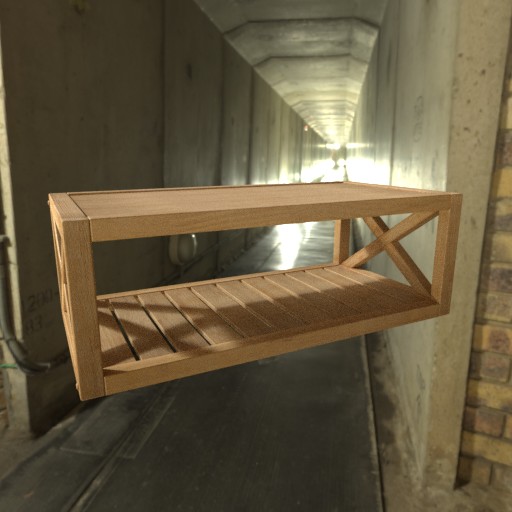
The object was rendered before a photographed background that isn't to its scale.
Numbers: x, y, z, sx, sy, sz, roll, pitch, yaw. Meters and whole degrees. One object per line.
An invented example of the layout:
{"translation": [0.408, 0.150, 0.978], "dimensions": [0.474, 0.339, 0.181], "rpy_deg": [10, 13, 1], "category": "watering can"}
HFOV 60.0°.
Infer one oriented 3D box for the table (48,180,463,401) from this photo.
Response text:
{"translation": [0.000, 0.000, 1.621], "dimensions": [1.321, 0.457, 0.660], "rpy_deg": [-7, 16, -26], "category": "table"}
